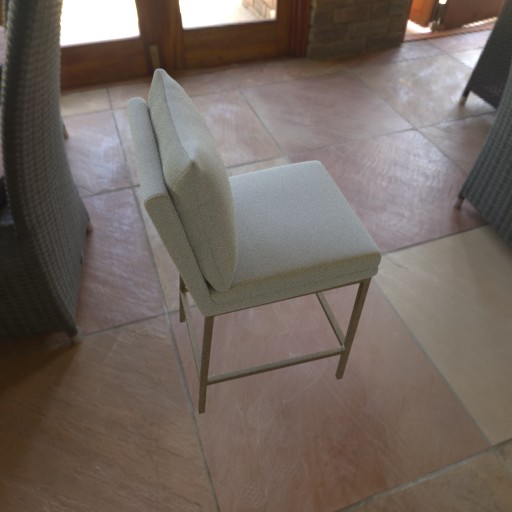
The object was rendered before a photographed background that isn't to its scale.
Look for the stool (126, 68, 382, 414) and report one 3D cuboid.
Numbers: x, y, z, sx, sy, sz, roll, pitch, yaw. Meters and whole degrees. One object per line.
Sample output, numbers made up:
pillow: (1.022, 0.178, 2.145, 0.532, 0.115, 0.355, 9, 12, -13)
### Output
stool: (0.000, 0.000, 1.358, 0.572, 1.032, 0.463, -12, 47, -11)
